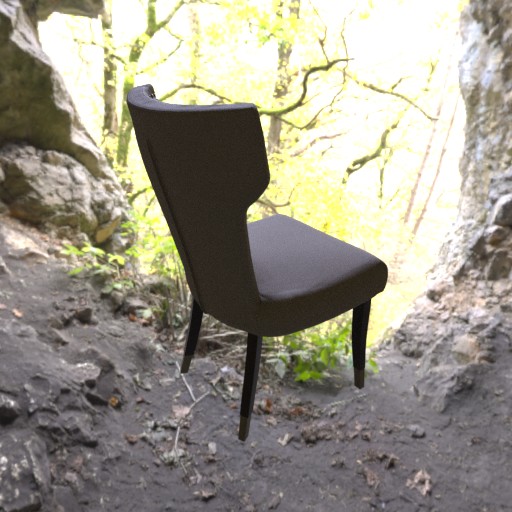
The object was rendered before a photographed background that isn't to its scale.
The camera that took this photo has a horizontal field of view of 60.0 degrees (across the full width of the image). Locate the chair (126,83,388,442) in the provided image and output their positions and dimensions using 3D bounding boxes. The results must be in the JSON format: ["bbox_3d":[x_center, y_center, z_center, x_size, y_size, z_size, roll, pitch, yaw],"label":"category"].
[{"bbox_3d":[0.000,0.000,1.326,0.630,0.955,0.526,-19,33,-33],"label":"chair"}]
